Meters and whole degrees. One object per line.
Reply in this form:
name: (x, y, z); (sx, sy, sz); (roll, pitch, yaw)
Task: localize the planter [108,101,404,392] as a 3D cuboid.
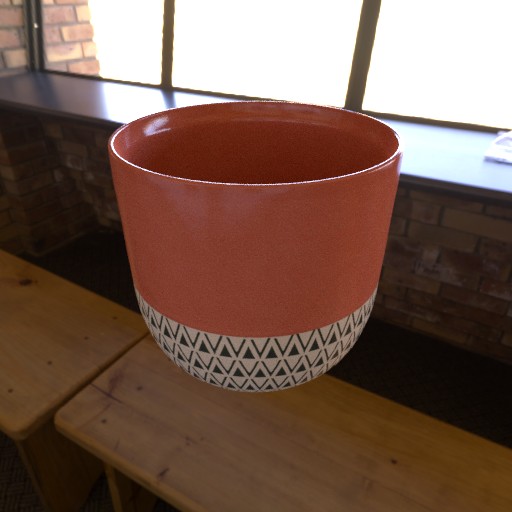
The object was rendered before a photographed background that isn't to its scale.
planter: (0.000, 0.000, 0.482); (0.266, 0.270, 0.266); (0, 31, 0)
